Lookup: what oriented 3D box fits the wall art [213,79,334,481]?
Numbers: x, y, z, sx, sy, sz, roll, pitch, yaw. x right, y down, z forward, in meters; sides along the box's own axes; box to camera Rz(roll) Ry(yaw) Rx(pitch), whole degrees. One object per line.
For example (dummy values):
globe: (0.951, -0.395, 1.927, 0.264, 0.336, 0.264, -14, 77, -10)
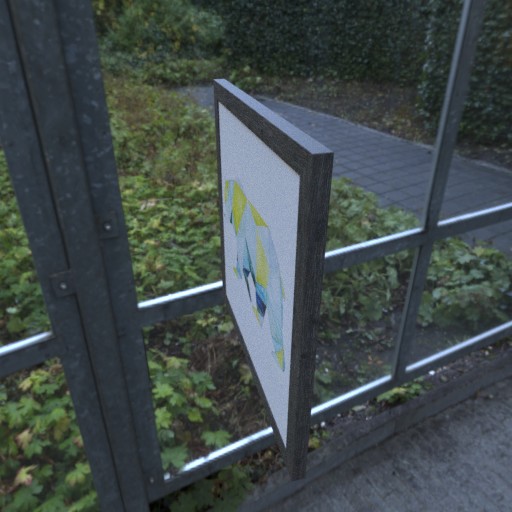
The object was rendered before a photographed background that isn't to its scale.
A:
wall art: (0.000, 0.000, 0.694, 0.027, 0.459, 0.462, -8, 30, -13)
